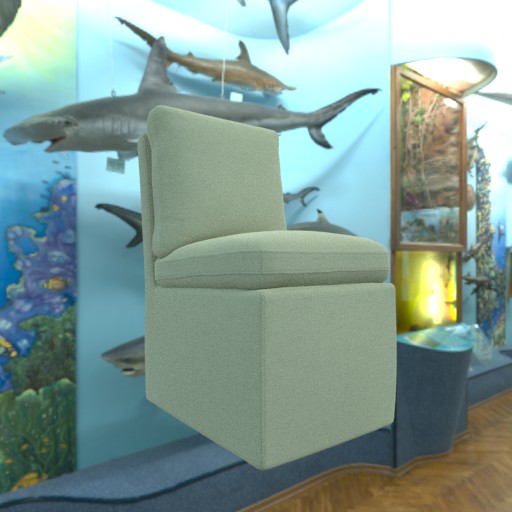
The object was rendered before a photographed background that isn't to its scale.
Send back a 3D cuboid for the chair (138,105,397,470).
[{"bbox_3d":[0.000,0.000,1.340,0.503,0.927,0.698,0,0,-37],"label":"chair"}]
